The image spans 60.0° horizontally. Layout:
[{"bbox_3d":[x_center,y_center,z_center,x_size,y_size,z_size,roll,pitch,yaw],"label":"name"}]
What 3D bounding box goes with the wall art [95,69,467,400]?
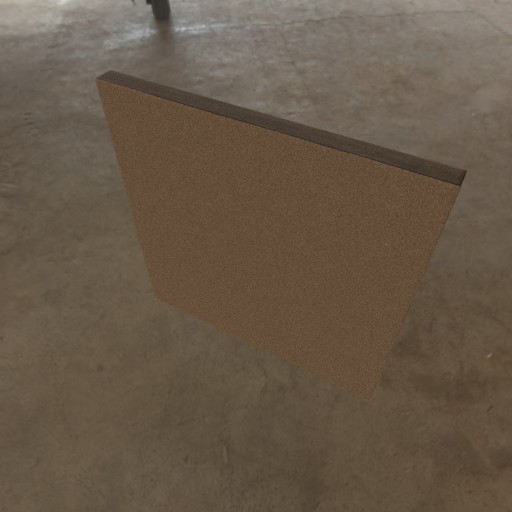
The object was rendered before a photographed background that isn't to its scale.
[{"bbox_3d":[0.000,0.000,1.096,0.749,0.751,0.050,22,51,19],"label":"wall art"}]
